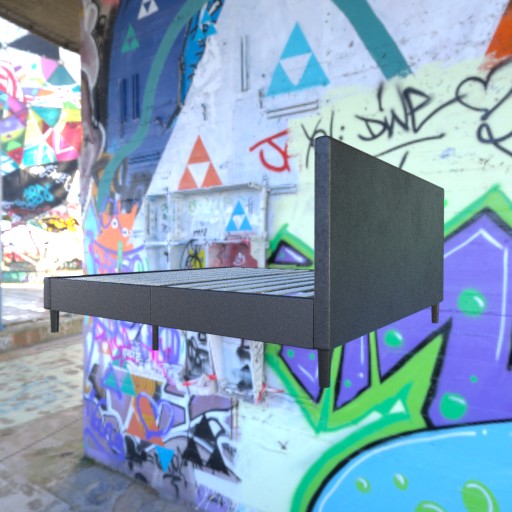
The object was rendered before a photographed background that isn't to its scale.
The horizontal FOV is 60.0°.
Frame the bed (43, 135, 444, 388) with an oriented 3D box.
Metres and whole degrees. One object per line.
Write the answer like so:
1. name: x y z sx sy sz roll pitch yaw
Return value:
1. bed: 0.000 0.000 3.238 2.152 1.046 2.018 1 2 35
